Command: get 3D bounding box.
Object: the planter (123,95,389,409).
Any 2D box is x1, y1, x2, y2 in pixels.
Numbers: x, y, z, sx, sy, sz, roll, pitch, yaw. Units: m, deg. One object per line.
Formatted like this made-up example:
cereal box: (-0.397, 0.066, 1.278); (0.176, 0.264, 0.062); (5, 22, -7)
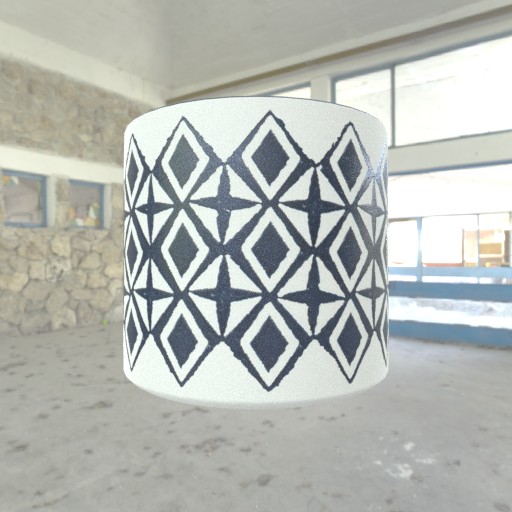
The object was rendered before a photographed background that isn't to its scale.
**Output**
planter: (0.000, 0.000, 0.391); (0.224, 0.203, 0.224); (0, 0, 0)
